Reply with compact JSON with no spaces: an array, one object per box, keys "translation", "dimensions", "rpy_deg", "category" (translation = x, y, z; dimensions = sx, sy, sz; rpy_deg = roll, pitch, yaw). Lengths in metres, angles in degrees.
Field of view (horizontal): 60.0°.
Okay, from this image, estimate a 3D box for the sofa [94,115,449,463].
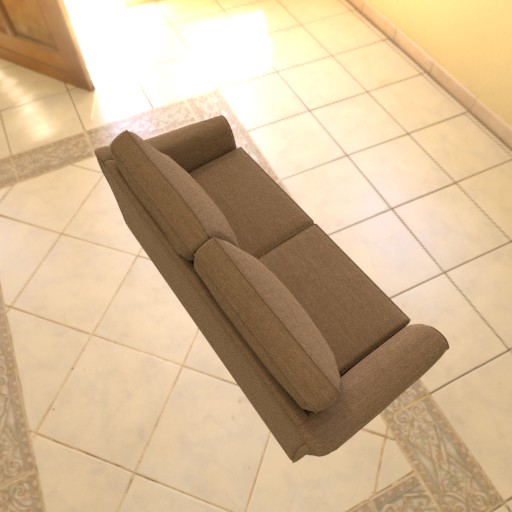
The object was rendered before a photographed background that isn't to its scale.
[{"translation":[0.000,0.000,2.740],"dimensions":[0.980,0.965,2.270],"rpy_deg":[-31,63,-18],"category":"sofa"}]
